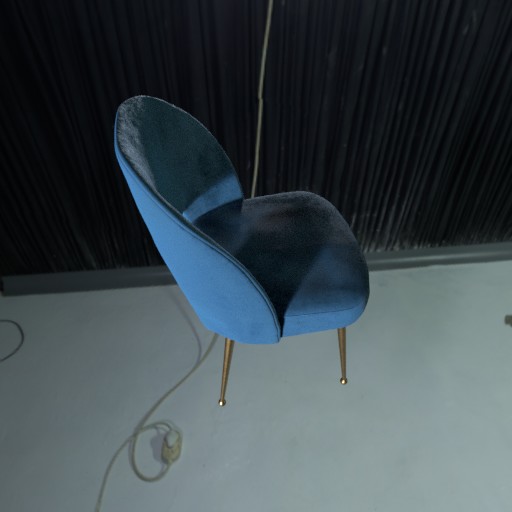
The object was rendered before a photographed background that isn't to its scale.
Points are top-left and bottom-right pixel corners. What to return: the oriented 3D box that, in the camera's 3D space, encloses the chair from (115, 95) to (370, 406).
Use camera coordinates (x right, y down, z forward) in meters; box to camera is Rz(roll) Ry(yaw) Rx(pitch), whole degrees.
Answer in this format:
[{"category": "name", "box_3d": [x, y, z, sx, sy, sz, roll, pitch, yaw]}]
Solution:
[{"category": "chair", "box_3d": [0.000, 0.000, 1.227, 0.577, 0.860, 0.527, -8, 46, -8]}]
